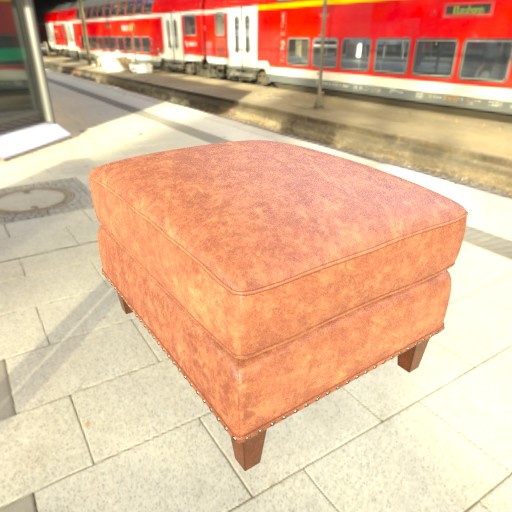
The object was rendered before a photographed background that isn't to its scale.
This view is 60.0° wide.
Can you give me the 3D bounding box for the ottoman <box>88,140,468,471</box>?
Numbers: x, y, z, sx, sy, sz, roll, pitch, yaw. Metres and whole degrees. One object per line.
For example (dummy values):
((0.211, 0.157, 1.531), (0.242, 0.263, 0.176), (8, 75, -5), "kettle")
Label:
((0.000, 0.000, 1.102), (0.586, 0.486, 0.742), (-17, 31, -30), "ottoman")
